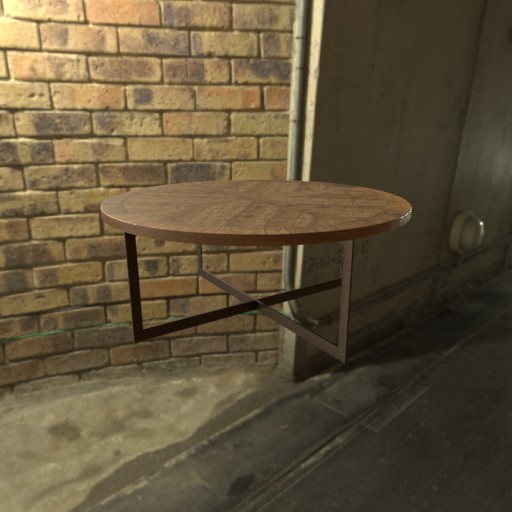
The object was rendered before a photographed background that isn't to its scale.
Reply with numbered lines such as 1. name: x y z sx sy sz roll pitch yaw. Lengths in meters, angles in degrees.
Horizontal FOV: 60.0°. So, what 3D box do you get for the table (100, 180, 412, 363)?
1. table: 0.000 0.000 1.972 1.264 0.516 1.264 0 17 0
